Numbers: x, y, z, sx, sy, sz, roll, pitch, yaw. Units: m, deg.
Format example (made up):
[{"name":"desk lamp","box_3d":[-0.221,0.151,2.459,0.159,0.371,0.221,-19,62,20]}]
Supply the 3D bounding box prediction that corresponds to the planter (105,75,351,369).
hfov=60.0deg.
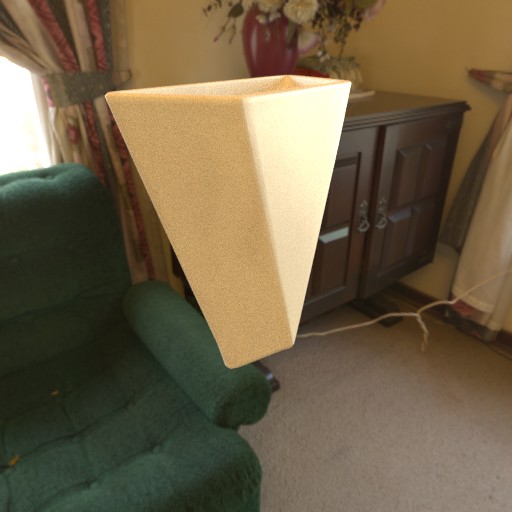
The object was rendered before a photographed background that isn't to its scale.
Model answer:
[{"name":"planter","box_3d":[0.000,0.000,0.272,0.060,0.197,0.150,18,31,32]}]
